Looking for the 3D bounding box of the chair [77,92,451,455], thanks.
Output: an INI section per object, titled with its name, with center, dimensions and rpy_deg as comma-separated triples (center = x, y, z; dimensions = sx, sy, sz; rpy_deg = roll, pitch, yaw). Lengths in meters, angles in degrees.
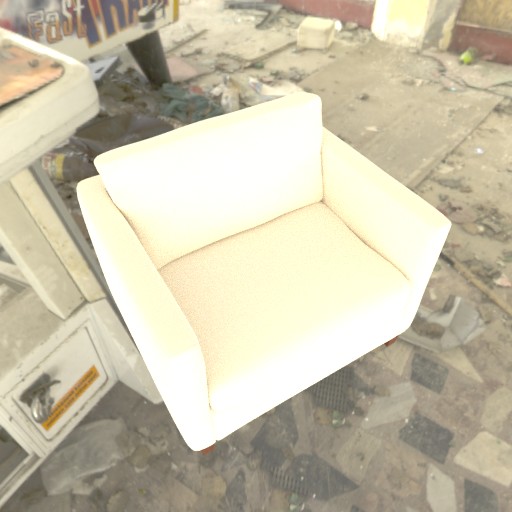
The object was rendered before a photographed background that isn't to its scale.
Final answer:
[chair]
center = 0.000, 0.000, 1.669
dimensions = 1.019, 0.885, 0.878
rpy_deg = -23, 50, -21
